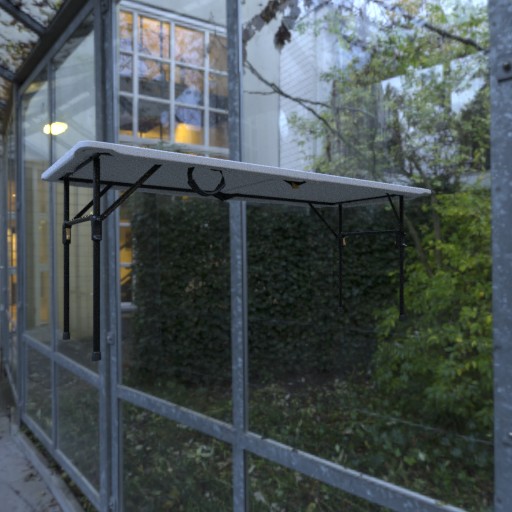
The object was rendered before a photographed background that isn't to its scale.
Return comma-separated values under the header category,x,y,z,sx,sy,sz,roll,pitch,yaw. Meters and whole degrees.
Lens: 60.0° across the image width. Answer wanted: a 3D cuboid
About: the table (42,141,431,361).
category,x,y,z,sx,sy,sz,roll,pitch,yaw
table,0.000,0.000,2.190,1.829,0.719,0.761,0,0,-35
